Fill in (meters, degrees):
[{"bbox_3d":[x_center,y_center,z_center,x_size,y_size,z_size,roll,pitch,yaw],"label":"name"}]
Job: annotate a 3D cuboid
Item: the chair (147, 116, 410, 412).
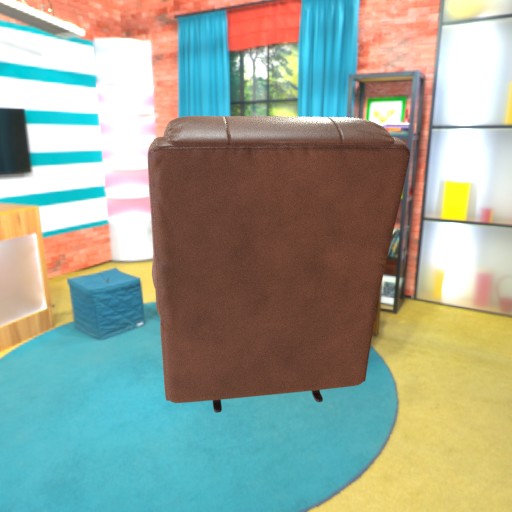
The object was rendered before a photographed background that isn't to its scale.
[{"bbox_3d":[0.000,0.000,1.802,0.838,1.054,1.014,-3,15,-10],"label":"chair"}]
